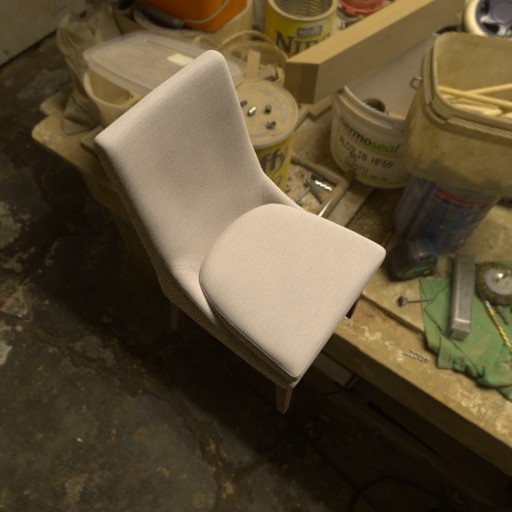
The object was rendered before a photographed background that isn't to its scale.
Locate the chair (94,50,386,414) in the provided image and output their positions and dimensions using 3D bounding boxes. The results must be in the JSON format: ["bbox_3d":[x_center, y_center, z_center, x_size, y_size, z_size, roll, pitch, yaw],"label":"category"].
[{"bbox_3d":[0.000,0.000,1.349,0.638,0.940,0.515,33,65,18],"label":"chair"}]
